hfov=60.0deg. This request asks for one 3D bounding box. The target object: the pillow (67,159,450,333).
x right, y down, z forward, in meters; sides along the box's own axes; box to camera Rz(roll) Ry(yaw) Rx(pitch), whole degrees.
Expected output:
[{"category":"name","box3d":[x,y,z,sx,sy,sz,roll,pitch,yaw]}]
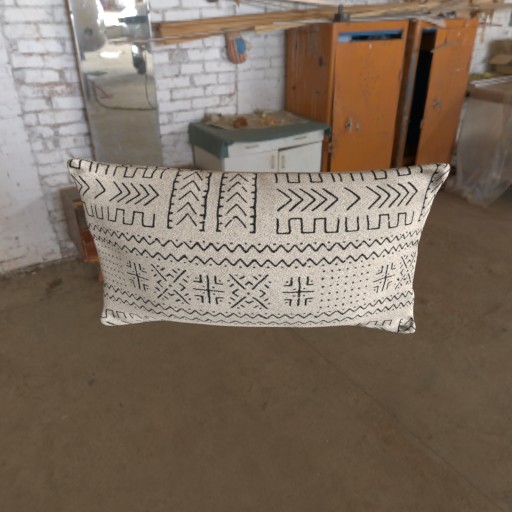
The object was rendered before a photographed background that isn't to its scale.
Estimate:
[{"category":"pillow","box3d":[0.000,0.000,0.805,0.637,0.352,0.188,1,30,2]}]
